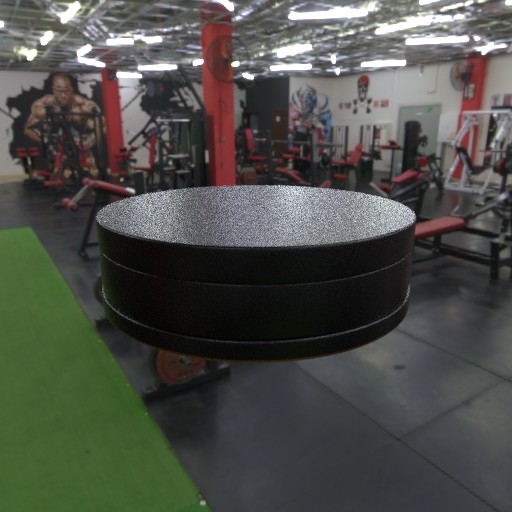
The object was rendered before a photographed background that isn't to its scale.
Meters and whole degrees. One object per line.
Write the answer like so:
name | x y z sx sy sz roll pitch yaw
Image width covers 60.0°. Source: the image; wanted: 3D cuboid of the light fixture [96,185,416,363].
light fixture | 0.000 0.000 0.423 0.283 0.097 0.283 0 17 0
